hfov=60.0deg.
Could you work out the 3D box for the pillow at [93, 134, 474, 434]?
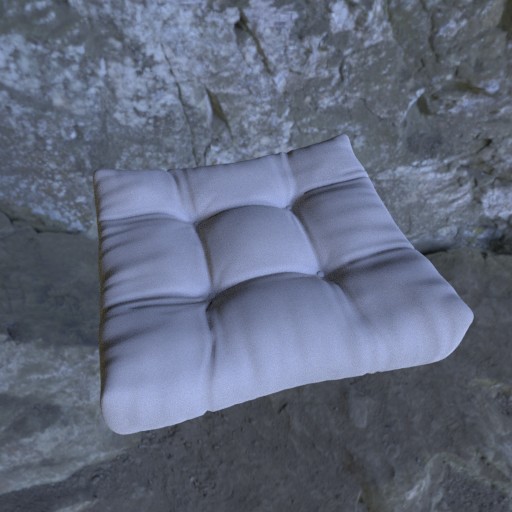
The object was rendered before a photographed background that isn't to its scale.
[{"bbox_3d":[0.000,0.000,0.709,0.490,0.128,0.468,-11,48,-10],"label":"pillow"}]
